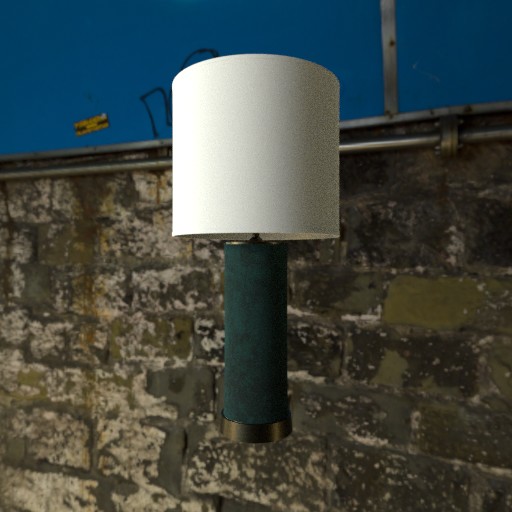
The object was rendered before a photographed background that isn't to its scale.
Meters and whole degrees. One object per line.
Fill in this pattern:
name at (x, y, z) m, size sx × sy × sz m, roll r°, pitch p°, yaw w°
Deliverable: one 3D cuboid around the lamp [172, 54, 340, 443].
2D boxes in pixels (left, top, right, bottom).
lamp at (0.000, 0.000, 0.811) m, size 0.301 × 0.630 × 0.301 m, roll 0°, pitch 0°, yaw 37°
